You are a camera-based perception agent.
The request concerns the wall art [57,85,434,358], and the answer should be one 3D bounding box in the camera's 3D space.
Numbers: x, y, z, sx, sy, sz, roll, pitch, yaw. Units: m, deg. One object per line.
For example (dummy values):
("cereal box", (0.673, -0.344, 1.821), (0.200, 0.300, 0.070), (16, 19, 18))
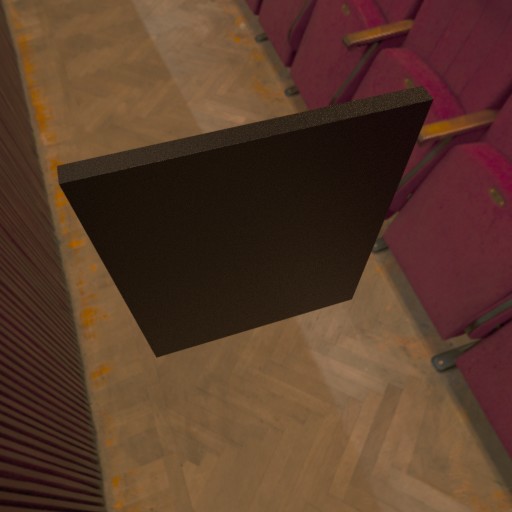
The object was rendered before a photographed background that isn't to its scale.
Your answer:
("wall art", (0.000, 0.000, 0.759), (0.457, 0.557, 0.028), (-15, 59, -9))
